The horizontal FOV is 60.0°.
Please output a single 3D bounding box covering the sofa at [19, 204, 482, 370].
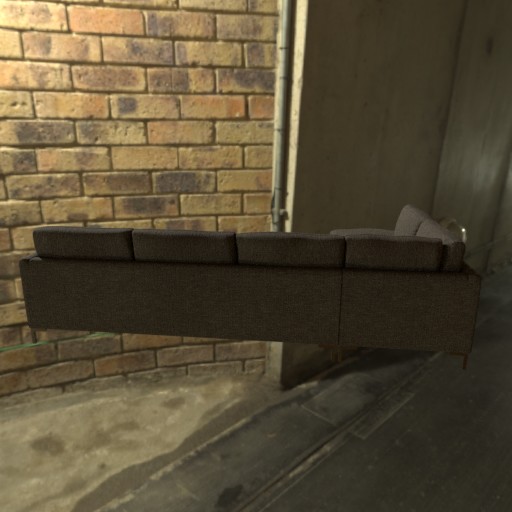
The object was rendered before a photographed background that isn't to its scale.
[{"bbox_3d":[0.000,0.000,3.728,2.949,0.815,2.007,2,16,7],"label":"sofa"}]
